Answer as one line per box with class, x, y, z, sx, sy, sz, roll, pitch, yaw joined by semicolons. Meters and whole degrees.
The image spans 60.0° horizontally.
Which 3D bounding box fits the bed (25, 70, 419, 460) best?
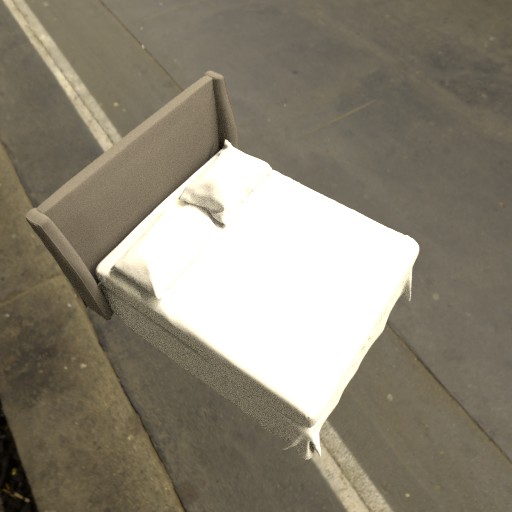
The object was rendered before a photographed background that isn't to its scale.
bed;0.000;0.000;3.401;2.276;1.332;1.925;30;61;19
